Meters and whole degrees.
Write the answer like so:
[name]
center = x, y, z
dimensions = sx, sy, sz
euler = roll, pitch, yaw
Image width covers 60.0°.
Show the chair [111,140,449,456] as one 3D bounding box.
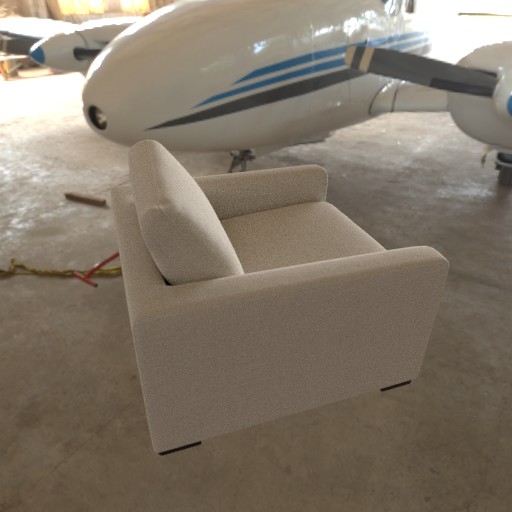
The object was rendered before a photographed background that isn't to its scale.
[chair]
center = 0.000, 0.000, 1.897
dimensions = 1.100, 0.876, 1.070
euler = -10, 32, -16
